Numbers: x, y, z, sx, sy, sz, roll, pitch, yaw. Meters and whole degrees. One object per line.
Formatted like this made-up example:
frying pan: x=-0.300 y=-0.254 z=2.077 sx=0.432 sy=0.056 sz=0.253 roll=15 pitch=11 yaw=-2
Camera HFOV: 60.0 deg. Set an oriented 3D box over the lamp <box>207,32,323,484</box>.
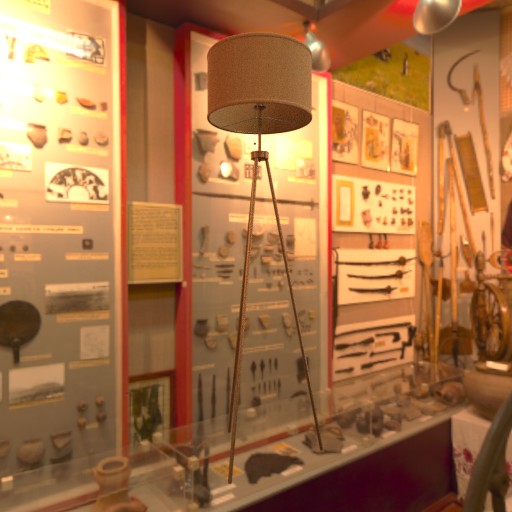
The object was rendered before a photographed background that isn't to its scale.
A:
lamp: x=0.000 y=0.000 z=1.752 sx=0.449 sy=1.545 sz=0.460 roll=0 pitch=0 yaw=-36
